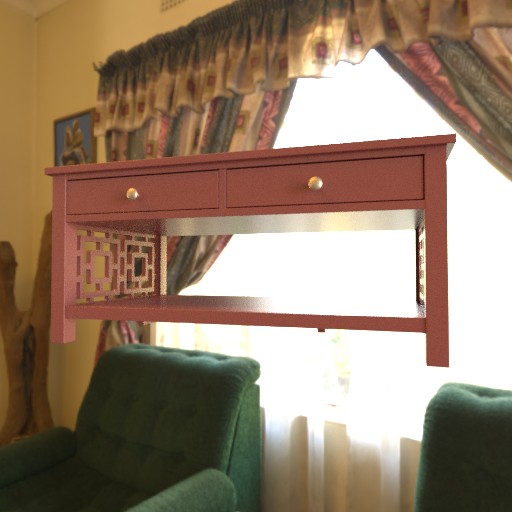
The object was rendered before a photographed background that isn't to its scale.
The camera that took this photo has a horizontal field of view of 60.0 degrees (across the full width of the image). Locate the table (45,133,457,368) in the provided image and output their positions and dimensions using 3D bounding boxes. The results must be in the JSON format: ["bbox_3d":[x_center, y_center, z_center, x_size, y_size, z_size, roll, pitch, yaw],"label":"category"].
[{"bbox_3d":[0.000,0.000,1.363,1.068,0.493,0.612,0,-2,18],"label":"table"}]
